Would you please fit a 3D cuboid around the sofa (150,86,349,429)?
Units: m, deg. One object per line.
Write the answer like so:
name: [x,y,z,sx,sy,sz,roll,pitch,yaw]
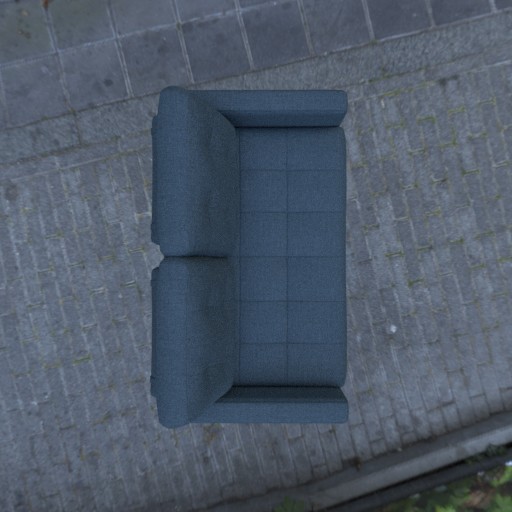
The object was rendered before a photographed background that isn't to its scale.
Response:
sofa: [0.000,0.000,1.972,0.842,0.907,1.407,0,89,0]
